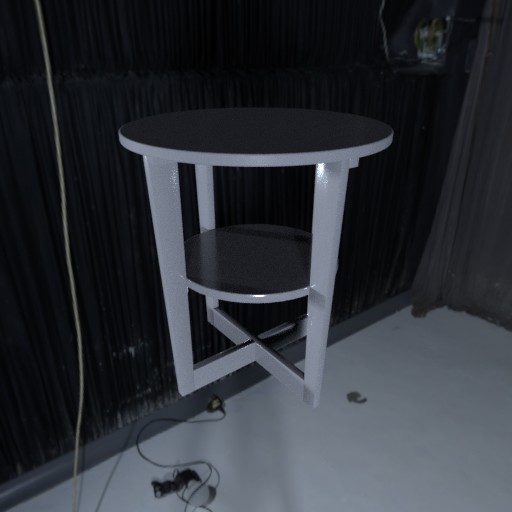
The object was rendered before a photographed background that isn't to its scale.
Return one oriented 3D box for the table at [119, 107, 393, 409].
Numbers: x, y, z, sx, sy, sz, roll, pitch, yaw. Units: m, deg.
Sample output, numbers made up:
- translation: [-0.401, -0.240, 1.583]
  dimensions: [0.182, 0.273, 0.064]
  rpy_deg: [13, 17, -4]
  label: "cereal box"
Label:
- translation: [0.000, 0.000, 0.955]
  dimensions: [0.500, 0.550, 0.500]
  rpy_deg: [0, 26, 0]
  label: "table"
